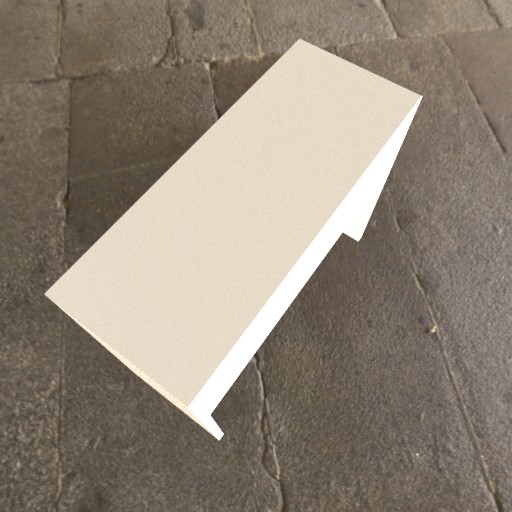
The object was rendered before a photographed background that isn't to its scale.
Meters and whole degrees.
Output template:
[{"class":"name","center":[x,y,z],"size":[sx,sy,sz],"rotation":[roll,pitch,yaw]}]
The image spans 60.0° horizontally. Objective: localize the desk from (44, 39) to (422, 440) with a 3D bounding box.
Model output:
[{"class":"desk","center":[0.000,0.000,1.433],"size":[0.400,0.790,1.000],"rotation":[33,68,15]}]
